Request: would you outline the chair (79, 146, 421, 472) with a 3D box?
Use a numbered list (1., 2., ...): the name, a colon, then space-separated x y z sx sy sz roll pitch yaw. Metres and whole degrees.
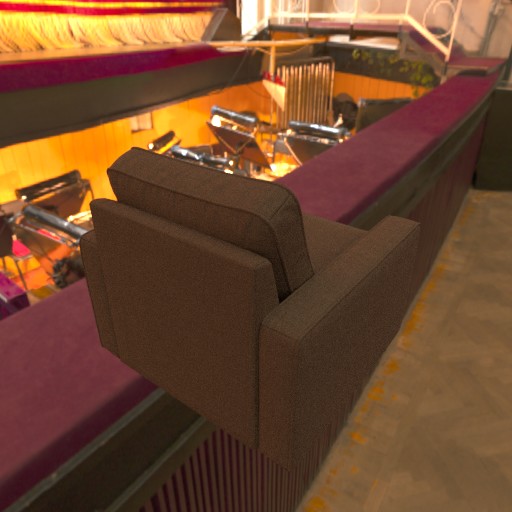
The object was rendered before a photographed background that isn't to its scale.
1. chair: 0.000 0.000 1.777 1.017 0.919 0.940 21 36 32
